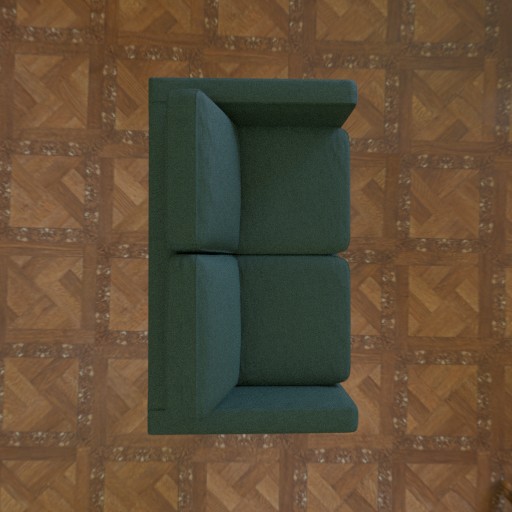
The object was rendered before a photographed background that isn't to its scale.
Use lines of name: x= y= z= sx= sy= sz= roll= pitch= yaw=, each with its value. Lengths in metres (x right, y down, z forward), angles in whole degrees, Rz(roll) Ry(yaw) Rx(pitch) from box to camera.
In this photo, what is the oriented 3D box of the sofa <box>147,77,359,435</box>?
sofa: x=0.000 y=0.000 z=2.009 sx=0.879 sy=0.899 sz=1.430 roll=0 pitch=89 yaw=-1
